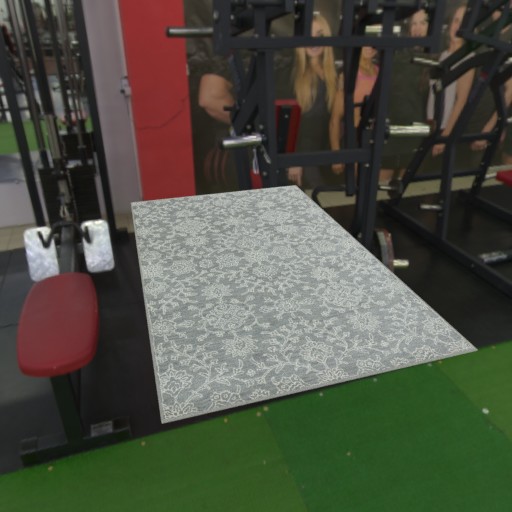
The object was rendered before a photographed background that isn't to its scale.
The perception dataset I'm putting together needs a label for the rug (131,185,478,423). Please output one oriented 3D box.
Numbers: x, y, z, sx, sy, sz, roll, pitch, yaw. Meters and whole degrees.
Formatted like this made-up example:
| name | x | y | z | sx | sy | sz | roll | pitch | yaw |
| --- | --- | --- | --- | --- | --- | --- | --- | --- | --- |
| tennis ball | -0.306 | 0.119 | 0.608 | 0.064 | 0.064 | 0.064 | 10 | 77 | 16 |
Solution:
| name | x | y | z | sx | sy | sz | roll | pitch | yaw |
| --- | --- | --- | --- | --- | --- | --- | --- | --- | --- |
| rug | 0.000 | 0.000 | 2.976 | 1.515 | 0.010 | 2.430 | -8 | 30 | -15 |
